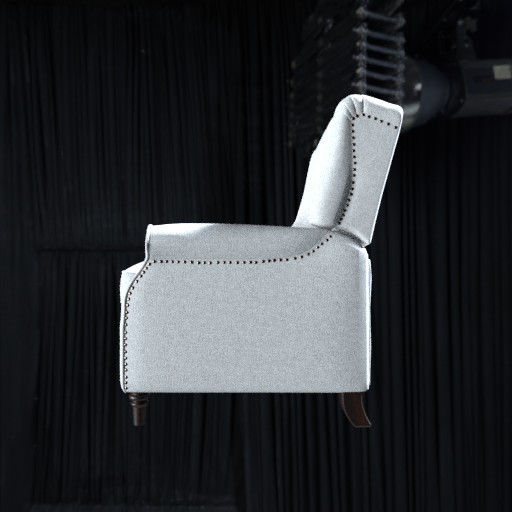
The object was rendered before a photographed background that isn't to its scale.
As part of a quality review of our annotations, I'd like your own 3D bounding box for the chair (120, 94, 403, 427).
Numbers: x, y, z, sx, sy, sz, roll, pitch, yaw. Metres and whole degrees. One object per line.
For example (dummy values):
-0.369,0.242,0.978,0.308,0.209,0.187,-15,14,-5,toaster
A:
0.000,0.000,1.655,0.902,1.035,0.742,0,-1,0,chair
